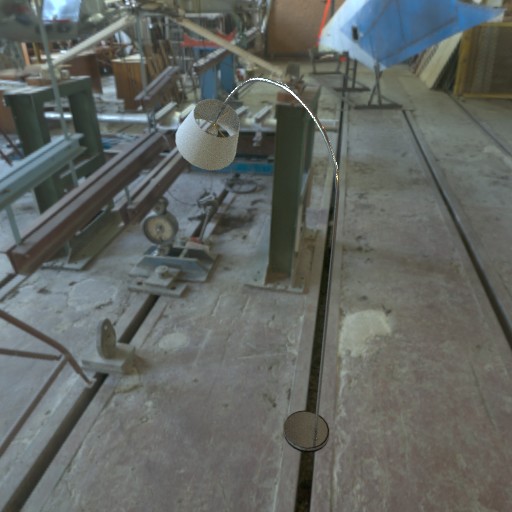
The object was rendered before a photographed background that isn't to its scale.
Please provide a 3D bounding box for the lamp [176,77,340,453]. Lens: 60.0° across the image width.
[{"bbox_3d":[0.000,0.000,2.765,0.406,2.098,1.445,-19,35,-30],"label":"lamp"}]
